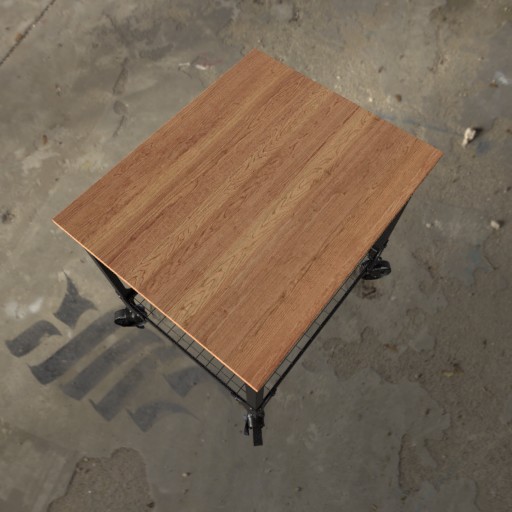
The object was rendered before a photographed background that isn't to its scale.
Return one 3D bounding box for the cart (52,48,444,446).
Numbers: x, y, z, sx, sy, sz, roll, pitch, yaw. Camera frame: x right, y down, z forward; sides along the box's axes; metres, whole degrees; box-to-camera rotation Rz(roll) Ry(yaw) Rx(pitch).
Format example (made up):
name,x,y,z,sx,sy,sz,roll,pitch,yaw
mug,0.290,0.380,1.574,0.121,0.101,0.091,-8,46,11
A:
name,x,y,z,sx,sy,sz,roll,pitch,yaw
cart,0.000,0.000,1.111,0.558,0.603,0.666,36,69,16
